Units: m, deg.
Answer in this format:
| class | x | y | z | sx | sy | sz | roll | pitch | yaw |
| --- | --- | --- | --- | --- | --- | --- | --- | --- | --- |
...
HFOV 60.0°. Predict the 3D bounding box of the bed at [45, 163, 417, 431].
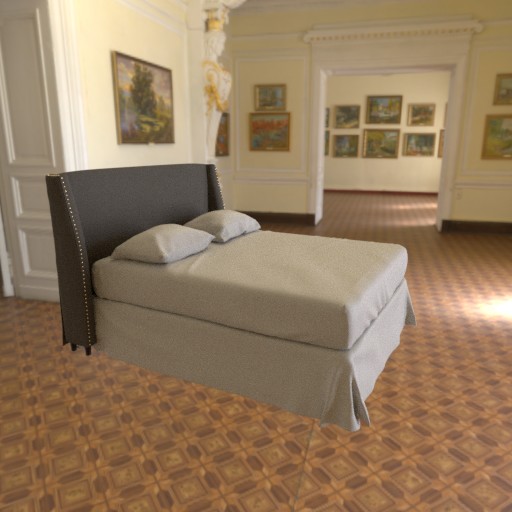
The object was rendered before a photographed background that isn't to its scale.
| class | x | y | z | sx | sy | sz | roll | pitch | yaw |
| --- | --- | --- | --- | --- | --- | --- | --- | --- | --- |
| bed | 0.000 | 0.000 | 3.461 | 2.276 | 1.332 | 1.925 | 8 | 16 | 27 |
